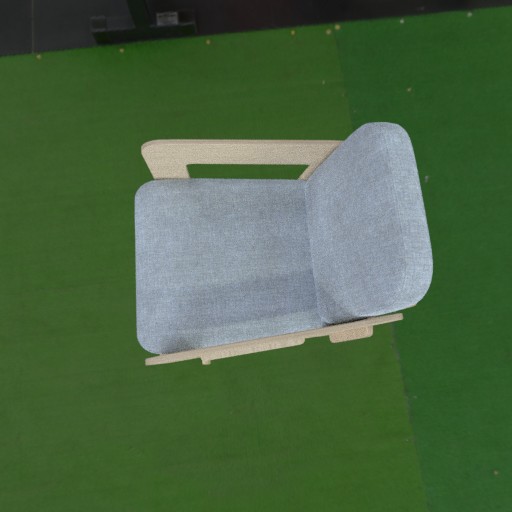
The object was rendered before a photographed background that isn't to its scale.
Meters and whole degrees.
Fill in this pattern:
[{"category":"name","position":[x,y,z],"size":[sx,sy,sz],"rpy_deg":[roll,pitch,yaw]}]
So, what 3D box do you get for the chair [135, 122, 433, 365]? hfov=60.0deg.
[{"category":"chair","position":[0.000,0.000,1.301],"size":[0.710,0.800,0.590],"rpy_deg":[-4,76,-1]}]
